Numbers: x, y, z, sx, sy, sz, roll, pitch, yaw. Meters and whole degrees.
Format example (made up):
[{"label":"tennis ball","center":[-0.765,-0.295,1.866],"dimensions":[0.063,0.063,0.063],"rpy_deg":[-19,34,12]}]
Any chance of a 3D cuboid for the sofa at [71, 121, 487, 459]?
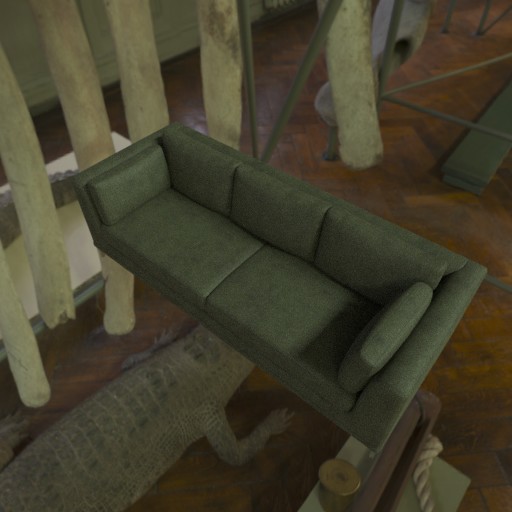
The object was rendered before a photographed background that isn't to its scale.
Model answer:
[{"label":"sofa","center":[0.000,0.000,2.855],"dimensions":[2.415,0.867,0.969],"rpy_deg":[31,54,26]}]
